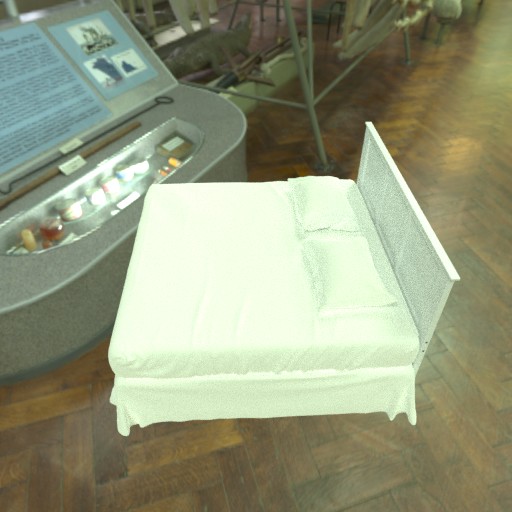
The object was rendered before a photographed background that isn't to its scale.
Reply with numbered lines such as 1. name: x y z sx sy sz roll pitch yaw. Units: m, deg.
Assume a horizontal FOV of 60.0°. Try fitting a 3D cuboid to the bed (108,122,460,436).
1. bed: 0.000 0.000 3.528 2.215 1.273 2.317 -2 41 -2
